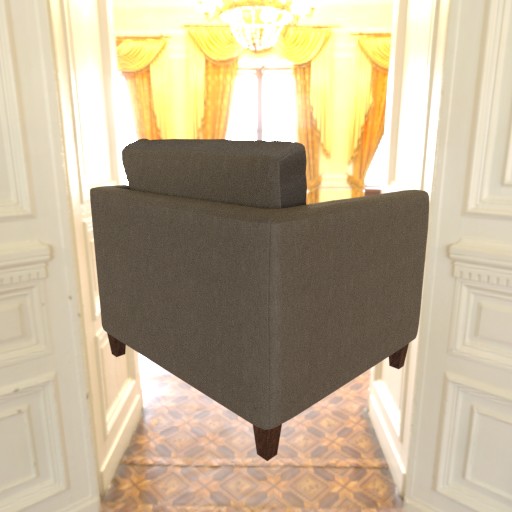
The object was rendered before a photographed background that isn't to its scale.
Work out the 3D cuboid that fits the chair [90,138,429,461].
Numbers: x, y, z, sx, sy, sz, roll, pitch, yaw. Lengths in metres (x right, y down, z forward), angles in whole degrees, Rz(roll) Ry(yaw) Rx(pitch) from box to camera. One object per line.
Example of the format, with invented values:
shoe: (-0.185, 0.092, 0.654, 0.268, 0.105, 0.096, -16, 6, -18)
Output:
chair: (0.000, 0.000, 1.876, 0.959, 0.963, 1.107, -14, 20, -43)
